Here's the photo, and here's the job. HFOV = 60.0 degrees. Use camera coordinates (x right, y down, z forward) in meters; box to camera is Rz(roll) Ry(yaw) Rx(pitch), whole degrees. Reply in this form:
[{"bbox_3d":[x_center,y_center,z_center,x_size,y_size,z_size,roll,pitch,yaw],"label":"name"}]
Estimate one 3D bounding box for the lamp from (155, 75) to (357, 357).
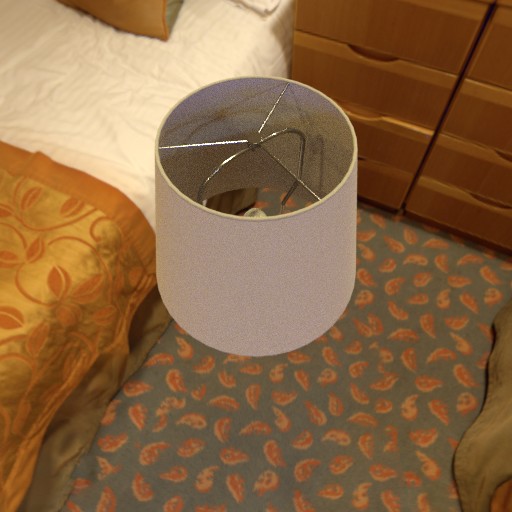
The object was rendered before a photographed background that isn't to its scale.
[{"bbox_3d":[0.000,0.000,0.559,0.254,0.392,0.254,0,58,0],"label":"lamp"}]
